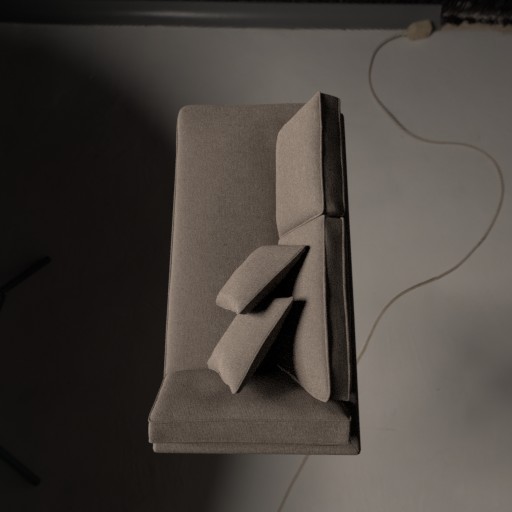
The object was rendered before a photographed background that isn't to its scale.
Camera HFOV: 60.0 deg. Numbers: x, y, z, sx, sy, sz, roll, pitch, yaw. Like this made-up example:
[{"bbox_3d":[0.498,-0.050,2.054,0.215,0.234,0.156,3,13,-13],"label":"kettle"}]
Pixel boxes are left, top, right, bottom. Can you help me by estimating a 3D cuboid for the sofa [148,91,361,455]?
[{"bbox_3d":[0.000,0.000,2.813,1.110,1.033,2.237,0,75,0],"label":"sofa"}]
